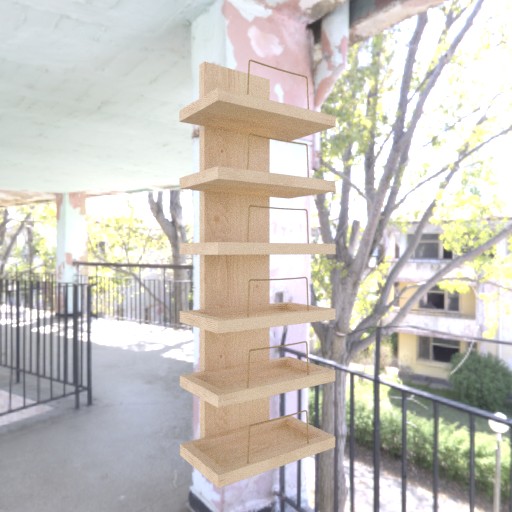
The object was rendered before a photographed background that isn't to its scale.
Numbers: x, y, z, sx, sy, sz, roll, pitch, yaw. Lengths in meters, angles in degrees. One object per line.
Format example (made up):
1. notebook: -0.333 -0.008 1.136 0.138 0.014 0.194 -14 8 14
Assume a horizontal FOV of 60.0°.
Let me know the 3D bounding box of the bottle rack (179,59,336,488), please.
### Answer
1. bottle rack: 0.000 0.000 1.073 0.330 0.943 0.206 0 1 -35
